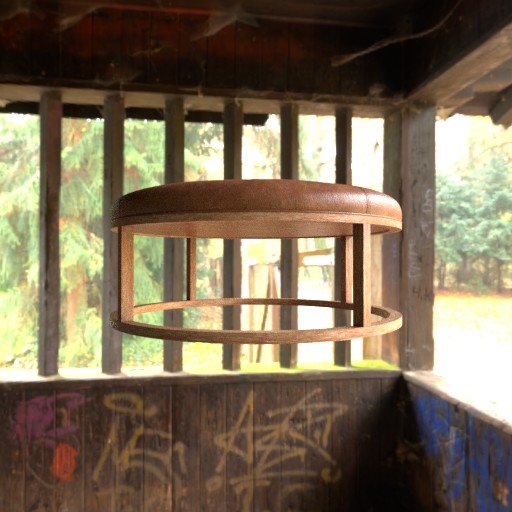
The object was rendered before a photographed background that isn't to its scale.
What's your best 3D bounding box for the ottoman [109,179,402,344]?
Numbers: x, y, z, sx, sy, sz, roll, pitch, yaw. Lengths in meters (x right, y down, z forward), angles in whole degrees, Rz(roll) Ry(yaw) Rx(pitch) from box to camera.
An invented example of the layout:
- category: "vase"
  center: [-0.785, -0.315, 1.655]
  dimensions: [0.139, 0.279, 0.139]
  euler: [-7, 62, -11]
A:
- category: "ottoman"
  center: [0.000, 0.000, 1.593]
  dimensions: [1.006, 0.445, 1.006]
  euler: [0, 0, 0]
